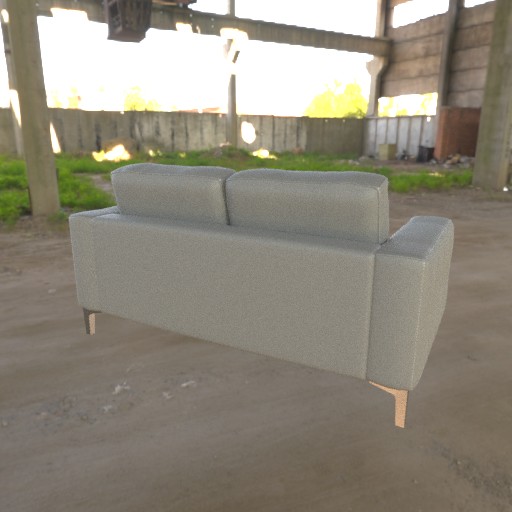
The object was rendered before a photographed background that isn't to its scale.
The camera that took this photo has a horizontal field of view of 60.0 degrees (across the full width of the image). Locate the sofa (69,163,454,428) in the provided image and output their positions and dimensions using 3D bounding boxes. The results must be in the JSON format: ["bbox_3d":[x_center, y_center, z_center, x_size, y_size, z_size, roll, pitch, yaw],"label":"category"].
[{"bbox_3d":[0.000,0.000,2.196,1.726,0.892,0.833,8,17,27],"label":"sofa"}]
